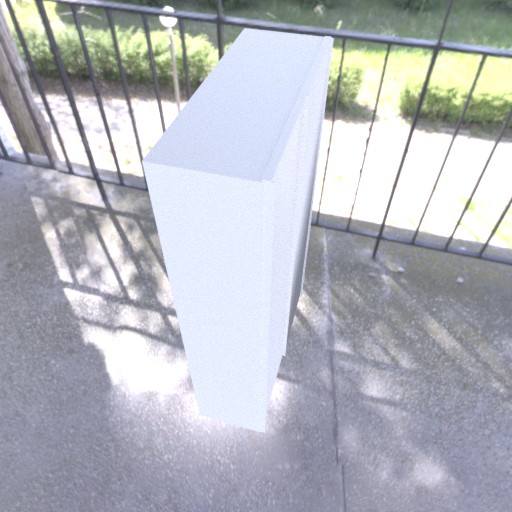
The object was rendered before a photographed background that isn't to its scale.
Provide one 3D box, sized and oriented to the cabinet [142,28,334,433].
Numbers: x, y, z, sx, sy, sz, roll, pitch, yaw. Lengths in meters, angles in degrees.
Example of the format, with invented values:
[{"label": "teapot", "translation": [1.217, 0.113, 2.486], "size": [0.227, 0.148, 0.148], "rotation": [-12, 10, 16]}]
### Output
[{"label": "cabinet", "translation": [0.000, 0.000, 2.705], "size": [0.480, 2.160, 1.250], "rotation": [12, 48, 11]}]
